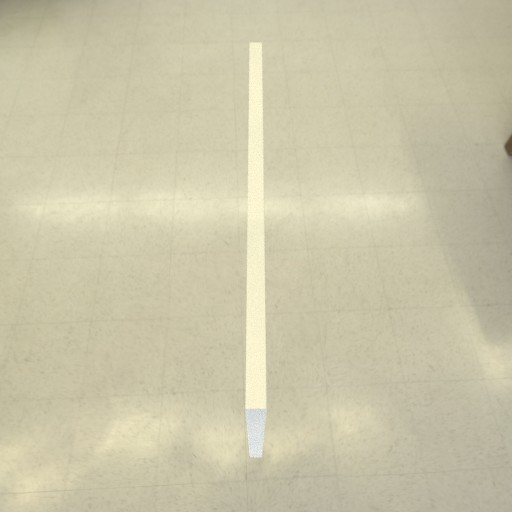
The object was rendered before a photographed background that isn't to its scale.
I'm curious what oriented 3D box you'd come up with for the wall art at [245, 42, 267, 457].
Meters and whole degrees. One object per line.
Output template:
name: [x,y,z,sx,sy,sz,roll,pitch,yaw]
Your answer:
wall art: [0.000,0.000,1.169,0.033,0.617,0.906,0,59,0]
